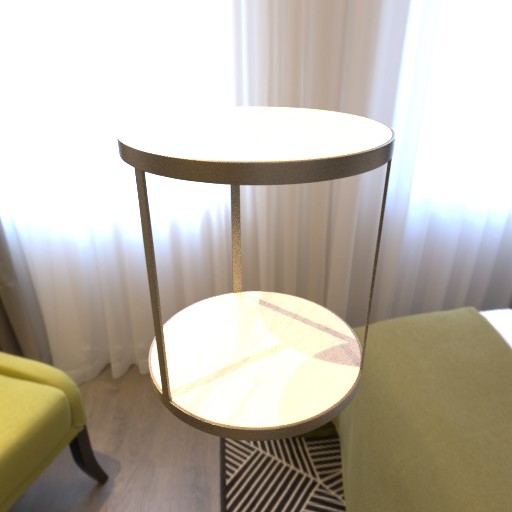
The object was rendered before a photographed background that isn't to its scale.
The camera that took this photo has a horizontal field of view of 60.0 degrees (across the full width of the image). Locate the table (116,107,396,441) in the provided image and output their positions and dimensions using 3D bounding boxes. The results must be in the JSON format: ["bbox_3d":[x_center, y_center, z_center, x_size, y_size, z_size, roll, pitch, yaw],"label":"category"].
[{"bbox_3d":[0.000,0.000,0.840,0.445,0.479,0.445,0,27,0],"label":"table"}]
